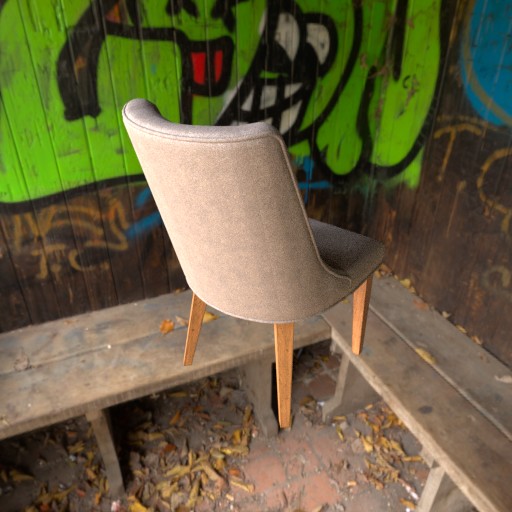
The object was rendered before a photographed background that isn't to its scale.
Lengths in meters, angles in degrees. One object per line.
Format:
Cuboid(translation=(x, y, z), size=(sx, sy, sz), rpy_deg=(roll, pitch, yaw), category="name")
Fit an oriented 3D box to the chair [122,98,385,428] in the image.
Cuboid(translation=(0.000, 0.000, 1.311), size=(0.548, 0.916, 0.636), rpy_deg=(22, 37, 32), category="chair")
